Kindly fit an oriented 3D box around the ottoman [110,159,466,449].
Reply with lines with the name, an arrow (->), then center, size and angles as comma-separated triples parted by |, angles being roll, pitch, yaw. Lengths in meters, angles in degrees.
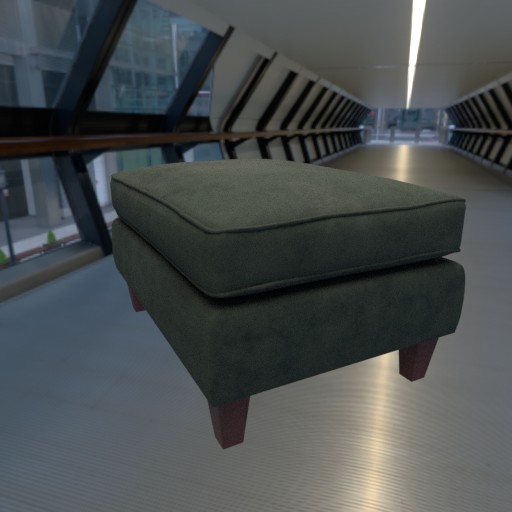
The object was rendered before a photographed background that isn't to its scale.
ottoman -> 0.000, 0.000, 1.225 | 0.632, 0.495, 0.864 | -9, 19, -26
